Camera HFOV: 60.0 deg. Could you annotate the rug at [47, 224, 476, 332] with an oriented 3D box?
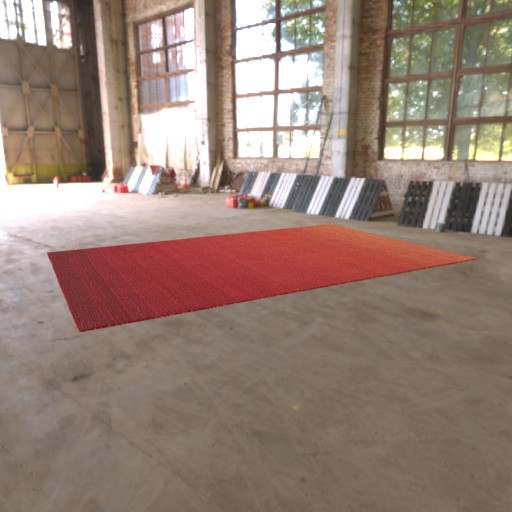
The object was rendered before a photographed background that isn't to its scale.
[{"bbox_3d":[0.000,0.000,2.964,2.442,0.010,1.531,-7,16,-28],"label":"rug"}]
